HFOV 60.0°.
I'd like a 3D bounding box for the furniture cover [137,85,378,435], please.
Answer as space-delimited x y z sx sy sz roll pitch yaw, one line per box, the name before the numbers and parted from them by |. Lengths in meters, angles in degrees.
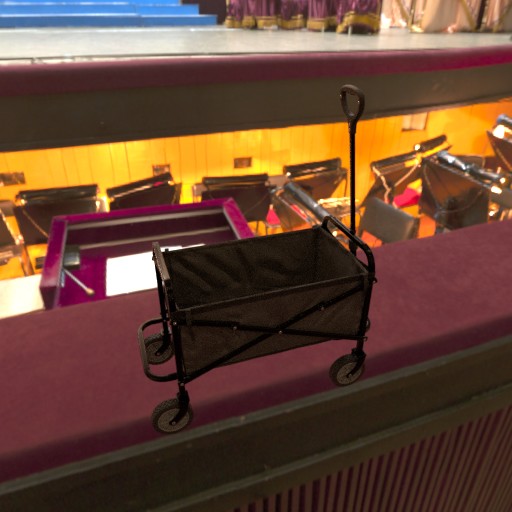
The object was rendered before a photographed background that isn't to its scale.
furniture cover | 0.000 0.000 1.834 1.038 1.295 0.532 -10 32 -16
